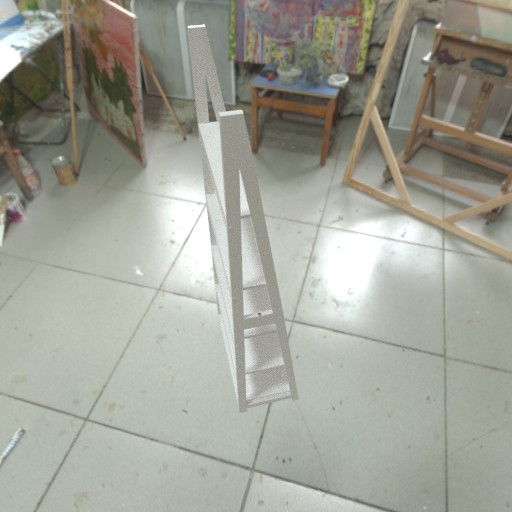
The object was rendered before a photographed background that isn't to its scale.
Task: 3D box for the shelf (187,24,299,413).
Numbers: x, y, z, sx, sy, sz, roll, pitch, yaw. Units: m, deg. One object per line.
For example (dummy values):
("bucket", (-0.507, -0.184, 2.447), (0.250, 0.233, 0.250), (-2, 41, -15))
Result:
("shelf", (0.000, 0.000, 2.014), (0.341, 1.779, 0.636), (-10, 48, -9))
